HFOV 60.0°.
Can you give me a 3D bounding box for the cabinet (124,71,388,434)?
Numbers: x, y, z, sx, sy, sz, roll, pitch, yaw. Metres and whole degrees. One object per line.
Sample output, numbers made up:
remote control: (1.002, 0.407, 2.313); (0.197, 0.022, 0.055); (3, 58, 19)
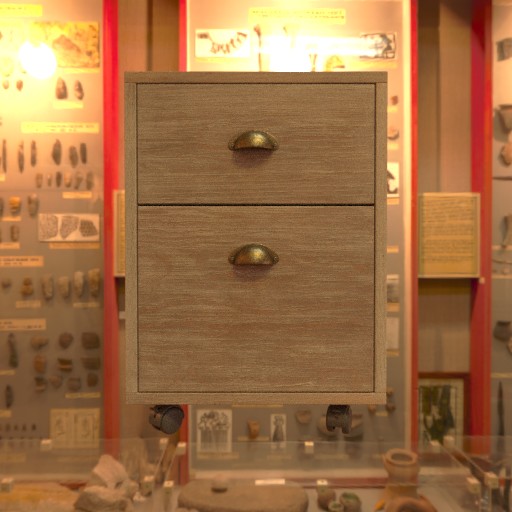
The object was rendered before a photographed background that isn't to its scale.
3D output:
cabinet: (0.000, 0.000, 0.869); (0.409, 0.579, 0.401); (0, 1, 0)
